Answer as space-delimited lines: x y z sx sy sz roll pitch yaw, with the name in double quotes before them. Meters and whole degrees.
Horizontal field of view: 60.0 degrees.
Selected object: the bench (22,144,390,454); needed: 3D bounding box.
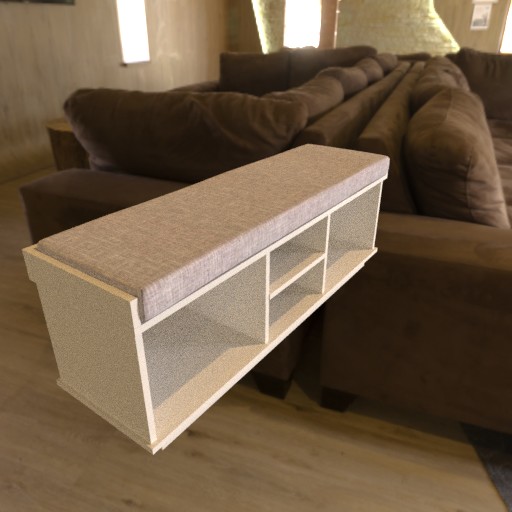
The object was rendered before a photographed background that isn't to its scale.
"bench" 0.000 0.000 1.372 0.363 0.453 1.196 18 32 32
